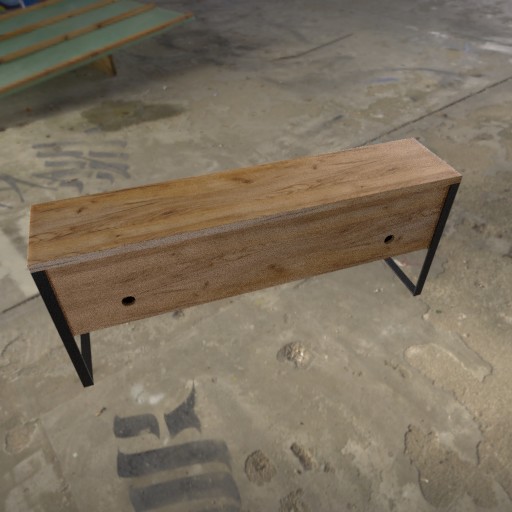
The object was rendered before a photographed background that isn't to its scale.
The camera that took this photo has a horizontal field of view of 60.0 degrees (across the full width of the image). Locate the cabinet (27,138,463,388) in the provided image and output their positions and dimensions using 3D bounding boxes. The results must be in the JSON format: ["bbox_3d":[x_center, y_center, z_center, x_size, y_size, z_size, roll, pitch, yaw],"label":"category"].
[{"bbox_3d":[0.000,0.000,2.134,1.800,0.762,0.395,-13,43,-14],"label":"cabinet"}]
